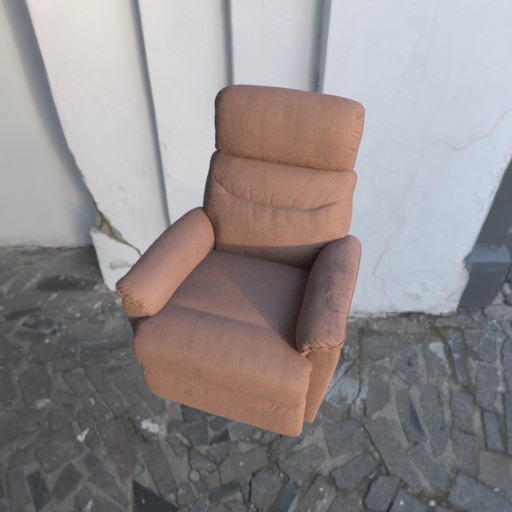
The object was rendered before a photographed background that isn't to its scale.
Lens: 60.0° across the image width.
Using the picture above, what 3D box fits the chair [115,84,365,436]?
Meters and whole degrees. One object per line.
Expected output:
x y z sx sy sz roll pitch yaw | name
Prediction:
0.000 0.000 1.781 0.820 1.037 1.004 12 42 13 | chair
